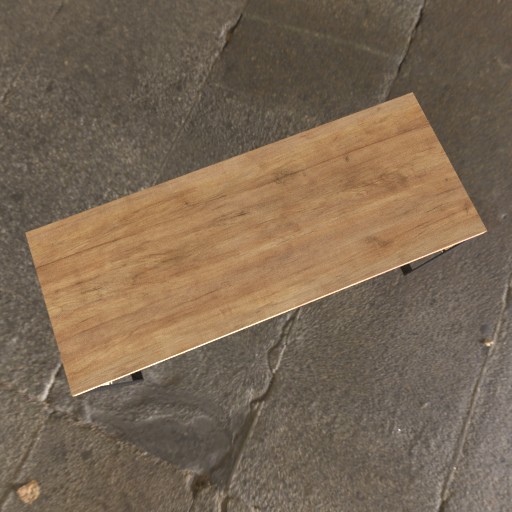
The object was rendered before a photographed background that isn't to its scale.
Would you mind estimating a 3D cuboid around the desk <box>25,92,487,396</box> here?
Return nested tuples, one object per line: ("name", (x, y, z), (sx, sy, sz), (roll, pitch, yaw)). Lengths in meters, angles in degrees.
("desk", (0.000, 0.000, 1.937), (1.520, 0.760, 0.600), (-21, 78, -5))
